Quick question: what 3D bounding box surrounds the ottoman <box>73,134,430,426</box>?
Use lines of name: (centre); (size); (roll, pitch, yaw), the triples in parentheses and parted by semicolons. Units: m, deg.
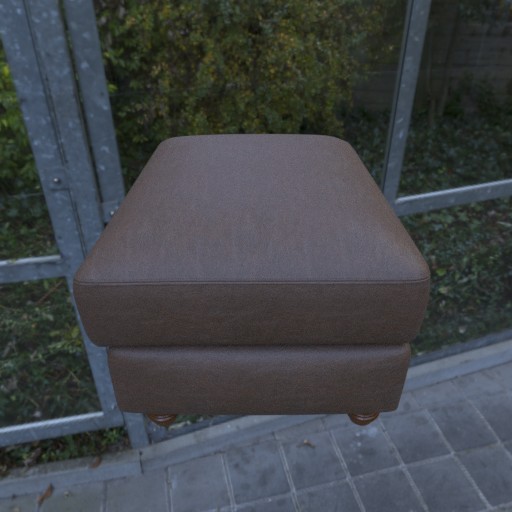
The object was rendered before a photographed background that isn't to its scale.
ottoman: (0.000, 0.000, 1.145); (0.635, 0.508, 0.787); (0, 31, 0)
